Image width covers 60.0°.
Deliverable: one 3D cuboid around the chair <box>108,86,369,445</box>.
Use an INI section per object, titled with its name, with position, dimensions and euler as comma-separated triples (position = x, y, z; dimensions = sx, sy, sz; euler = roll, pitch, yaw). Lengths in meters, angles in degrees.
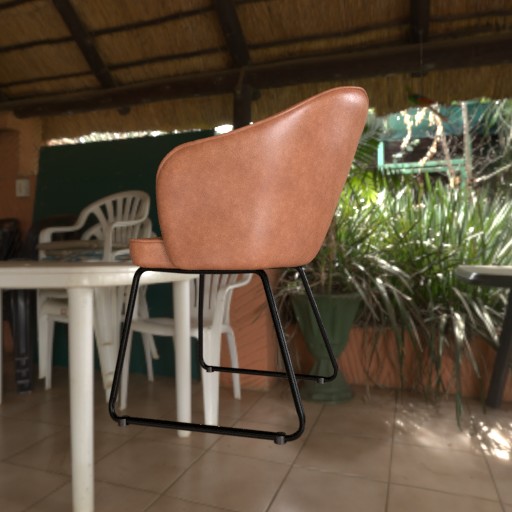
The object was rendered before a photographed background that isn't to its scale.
[chair]
position = 0.000, 0.000, 1.183
dimensions = 0.580, 0.785, 0.582
euler = 0, 1, 18
